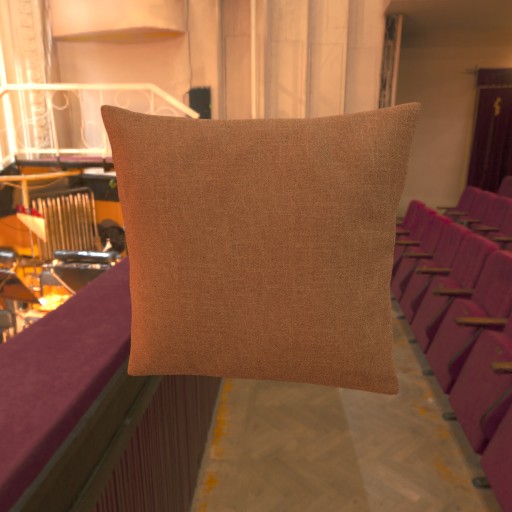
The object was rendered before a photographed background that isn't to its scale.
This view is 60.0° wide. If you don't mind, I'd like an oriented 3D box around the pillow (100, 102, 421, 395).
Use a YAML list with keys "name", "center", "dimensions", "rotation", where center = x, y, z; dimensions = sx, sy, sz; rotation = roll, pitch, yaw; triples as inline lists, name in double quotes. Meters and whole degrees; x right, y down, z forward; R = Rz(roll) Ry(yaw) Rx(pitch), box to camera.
- name: "pillow"
  center: [0.000, 0.000, 0.775]
  dimensions: [0.523, 0.506, 0.166]
  rotation: [2, 15, 8]
